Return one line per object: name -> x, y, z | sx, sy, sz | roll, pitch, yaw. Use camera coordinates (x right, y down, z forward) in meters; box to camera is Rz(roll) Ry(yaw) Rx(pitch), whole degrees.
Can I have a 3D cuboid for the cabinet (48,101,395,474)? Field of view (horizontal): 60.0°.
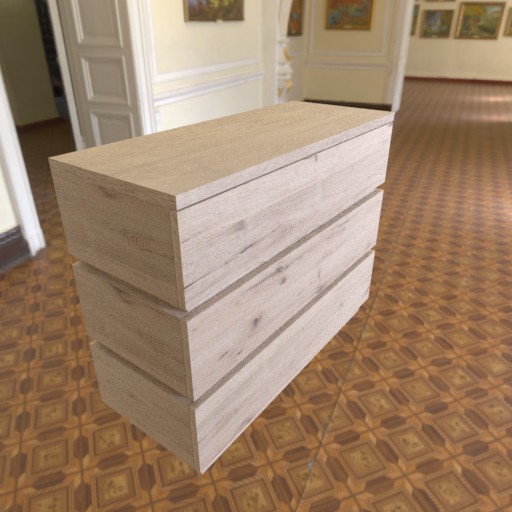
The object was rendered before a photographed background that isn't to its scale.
cabinet -> 0.000, 0.000, 1.471 | 0.420, 0.820, 1.040 | 19, 34, 32
